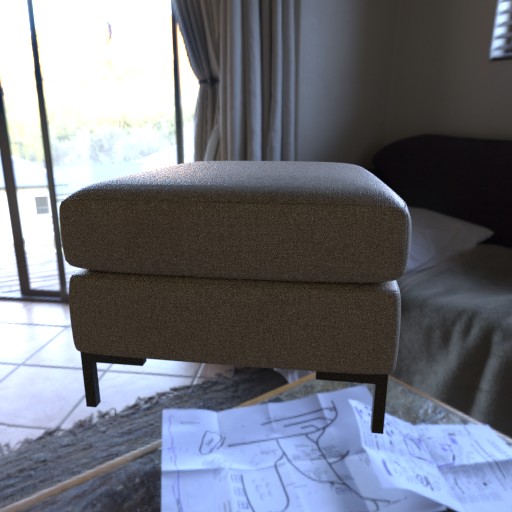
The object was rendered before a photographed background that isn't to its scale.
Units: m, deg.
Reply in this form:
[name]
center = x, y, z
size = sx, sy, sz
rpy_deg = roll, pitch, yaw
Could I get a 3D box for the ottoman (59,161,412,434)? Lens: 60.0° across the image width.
[ottoman]
center = 0.000, 0.000, 1.208
size = 0.671, 0.490, 0.820
rpy_deg = 2, 15, 8
